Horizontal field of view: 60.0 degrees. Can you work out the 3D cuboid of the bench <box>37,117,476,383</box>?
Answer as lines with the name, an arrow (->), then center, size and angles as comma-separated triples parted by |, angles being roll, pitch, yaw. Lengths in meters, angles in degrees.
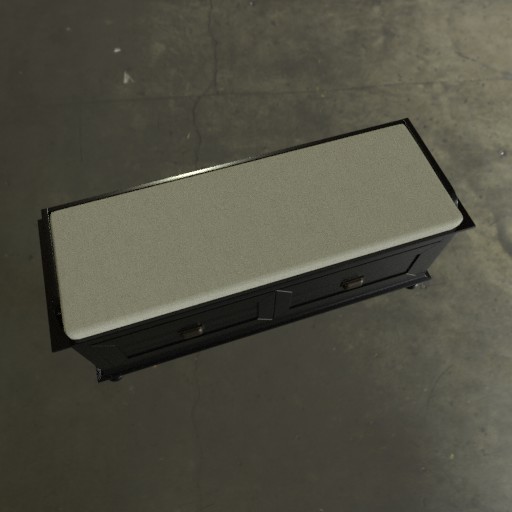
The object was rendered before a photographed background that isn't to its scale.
bench -> 0.000, 0.000, 1.440 | 1.185, 0.501, 0.402 | -16, 64, -8
